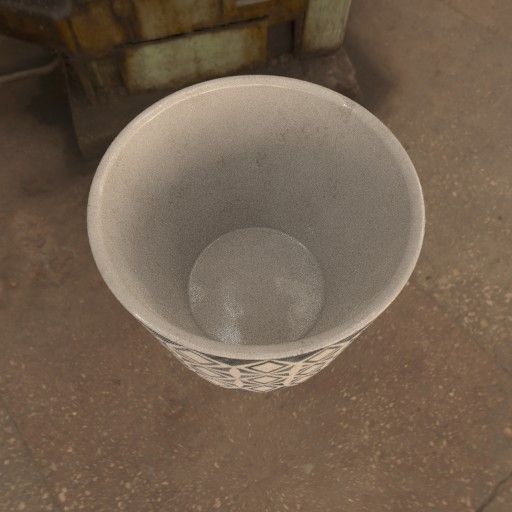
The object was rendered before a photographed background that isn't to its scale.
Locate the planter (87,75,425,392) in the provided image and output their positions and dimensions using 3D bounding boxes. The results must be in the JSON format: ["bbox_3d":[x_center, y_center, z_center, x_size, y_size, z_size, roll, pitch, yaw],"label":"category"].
[{"bbox_3d":[0.000,0.000,0.442,0.260,0.220,0.260,0,63,0],"label":"planter"}]
